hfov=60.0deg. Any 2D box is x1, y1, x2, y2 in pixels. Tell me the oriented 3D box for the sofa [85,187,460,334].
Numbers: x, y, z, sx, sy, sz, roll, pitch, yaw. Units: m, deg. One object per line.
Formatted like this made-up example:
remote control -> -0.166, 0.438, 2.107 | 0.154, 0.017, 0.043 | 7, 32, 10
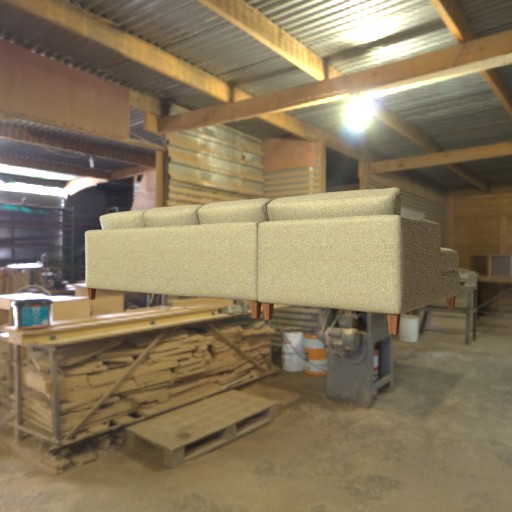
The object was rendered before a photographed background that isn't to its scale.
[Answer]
sofa -> 0.000, 0.000, 4.036 | 3.201, 0.876, 1.502 | 0, 1, 37
